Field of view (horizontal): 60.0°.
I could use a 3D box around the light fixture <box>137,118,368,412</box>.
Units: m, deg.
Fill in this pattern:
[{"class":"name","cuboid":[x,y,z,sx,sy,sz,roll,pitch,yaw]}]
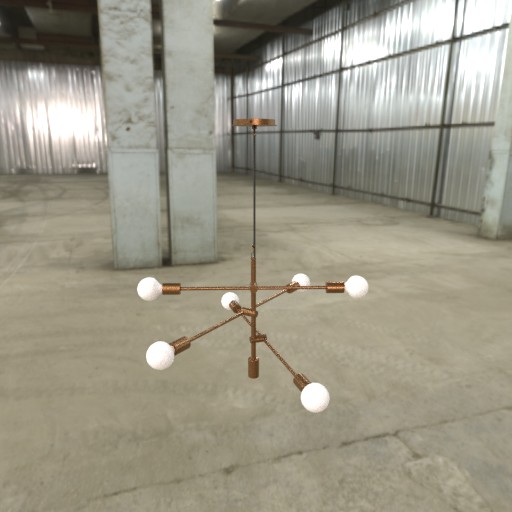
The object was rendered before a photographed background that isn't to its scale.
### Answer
[{"class":"light fixture","cuboid":[0.000,0.000,1.264,0.637,0.744,0.682,2,14,9]}]
